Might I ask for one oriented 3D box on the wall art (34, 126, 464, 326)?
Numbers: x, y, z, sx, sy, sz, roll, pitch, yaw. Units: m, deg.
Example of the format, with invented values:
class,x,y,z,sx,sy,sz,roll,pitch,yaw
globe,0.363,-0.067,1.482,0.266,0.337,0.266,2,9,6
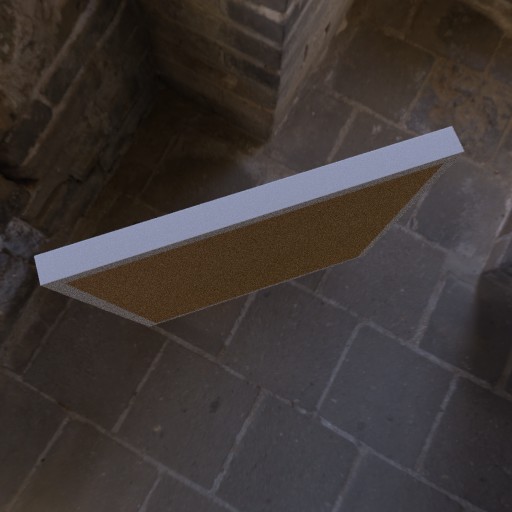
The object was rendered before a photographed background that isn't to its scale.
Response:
class,x,y,z,sx,sy,sz,roll,pitch,yaw
wall art,0.000,0.000,0.754,0.508,0.507,0.035,-18,77,-4
